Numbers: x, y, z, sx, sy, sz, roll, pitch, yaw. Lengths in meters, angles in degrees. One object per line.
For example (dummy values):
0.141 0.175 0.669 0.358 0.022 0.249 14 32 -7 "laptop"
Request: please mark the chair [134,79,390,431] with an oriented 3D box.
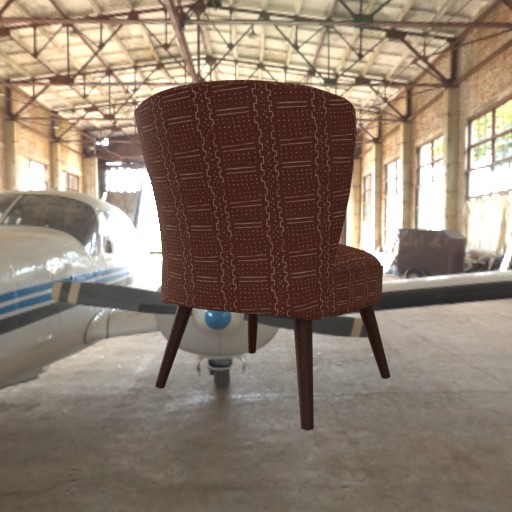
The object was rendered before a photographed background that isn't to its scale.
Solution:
0.000 0.000 1.410 0.706 0.866 0.758 2 3 36 "chair"
